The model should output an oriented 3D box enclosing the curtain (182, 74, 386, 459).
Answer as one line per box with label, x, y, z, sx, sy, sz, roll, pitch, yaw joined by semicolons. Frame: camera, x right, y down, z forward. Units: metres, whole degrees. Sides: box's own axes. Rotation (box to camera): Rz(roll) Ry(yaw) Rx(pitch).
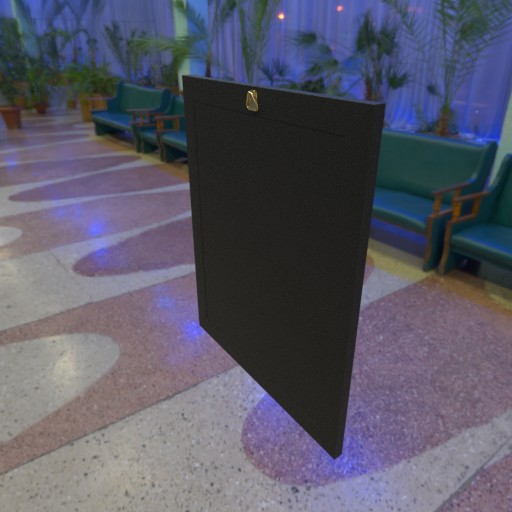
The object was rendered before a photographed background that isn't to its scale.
curtain;0.000;0.000;0.812;0.027;0.585;0.483;-18;32;-31
